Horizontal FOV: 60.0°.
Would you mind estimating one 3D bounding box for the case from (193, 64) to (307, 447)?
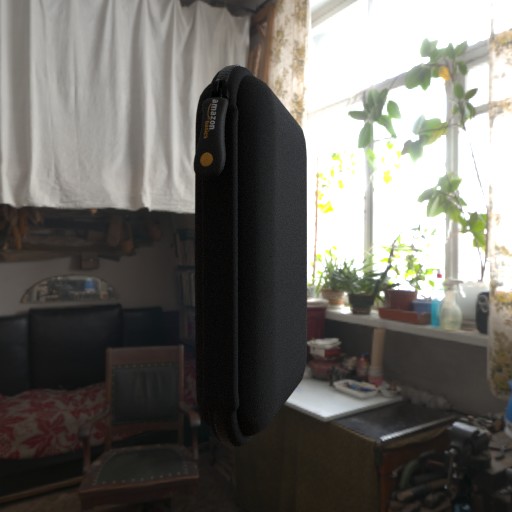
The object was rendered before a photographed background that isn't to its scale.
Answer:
[{"bbox_3d":[0.000,0.000,0.195,0.030,0.147,0.107,0,1,18],"label":"case"}]
